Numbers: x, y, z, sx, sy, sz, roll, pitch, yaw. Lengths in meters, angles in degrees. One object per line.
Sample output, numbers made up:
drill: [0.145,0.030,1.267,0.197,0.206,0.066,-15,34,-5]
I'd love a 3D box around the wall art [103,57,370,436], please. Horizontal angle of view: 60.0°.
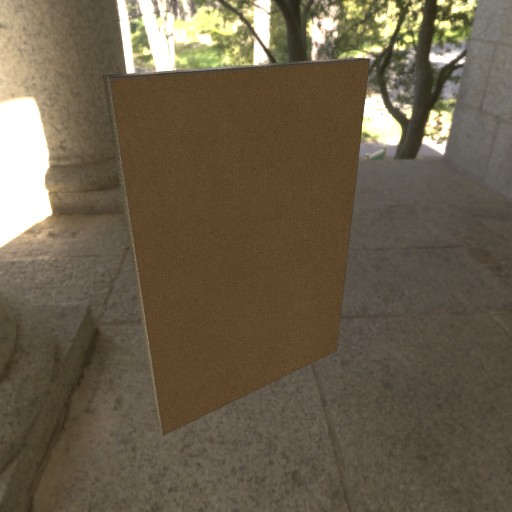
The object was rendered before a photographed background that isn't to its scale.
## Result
wall art: [0.000,0.000,0.573,0.314,0.455,0.019,-17,33,-28]
